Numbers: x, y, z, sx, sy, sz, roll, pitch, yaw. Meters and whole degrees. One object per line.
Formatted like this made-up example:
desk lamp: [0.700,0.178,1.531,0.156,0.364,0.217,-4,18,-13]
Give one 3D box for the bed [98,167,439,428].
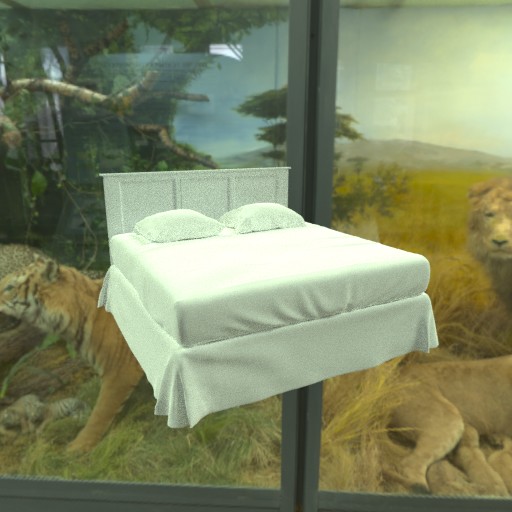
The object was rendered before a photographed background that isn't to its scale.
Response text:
bed: [0.000,0.000,3.697,2.317,1.273,2.215,-8,17,-27]
